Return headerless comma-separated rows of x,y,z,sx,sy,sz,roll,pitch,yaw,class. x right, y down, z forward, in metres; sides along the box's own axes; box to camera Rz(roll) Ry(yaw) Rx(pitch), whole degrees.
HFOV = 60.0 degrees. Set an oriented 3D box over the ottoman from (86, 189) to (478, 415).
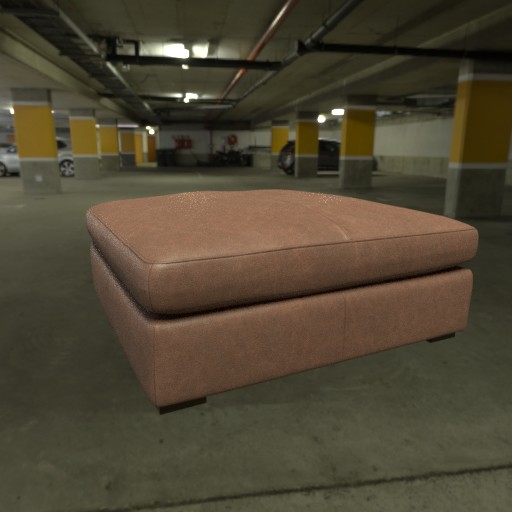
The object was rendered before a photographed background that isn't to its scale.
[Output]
0.000,0.000,1.771,1.168,0.490,1.168,-7,15,-26,ottoman
